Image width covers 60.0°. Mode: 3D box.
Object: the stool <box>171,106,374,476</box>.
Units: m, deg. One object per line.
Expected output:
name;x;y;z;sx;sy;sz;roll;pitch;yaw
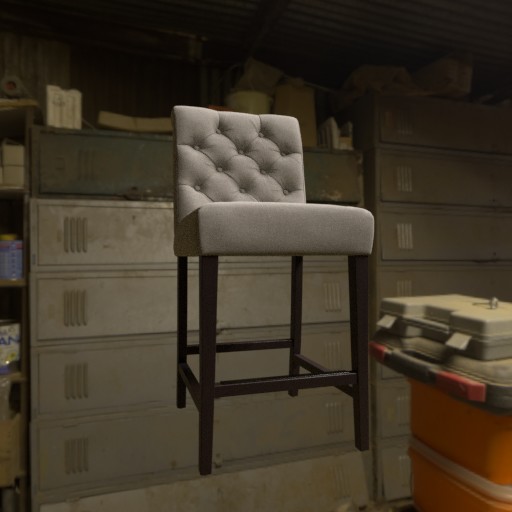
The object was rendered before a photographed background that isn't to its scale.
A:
stool;0.000;0.000;1.382;0.493;1.040;0.601;0;0;-17
